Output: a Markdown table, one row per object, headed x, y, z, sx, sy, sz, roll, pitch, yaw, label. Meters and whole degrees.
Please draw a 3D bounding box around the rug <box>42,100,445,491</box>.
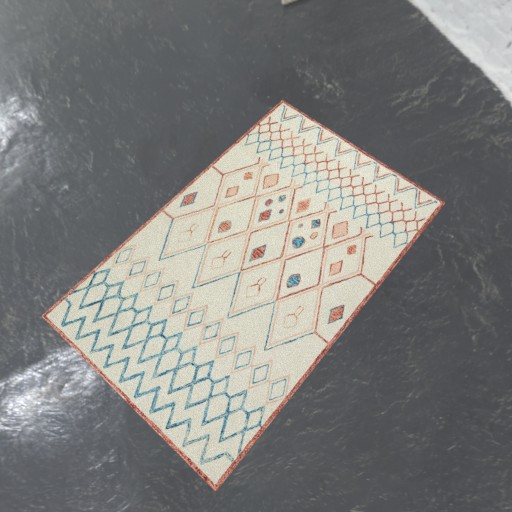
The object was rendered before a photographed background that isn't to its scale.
| x | y | z | sx | sy | sz | roll | pitch | yaw | label |
| --- | --- | --- | --- | --- | --- | --- | --- | --- | --- |
| 0.000 | 0.000 | 3.025 | 1.524 | 0.015 | 2.438 | 38 | 70 | 16 | rug |
